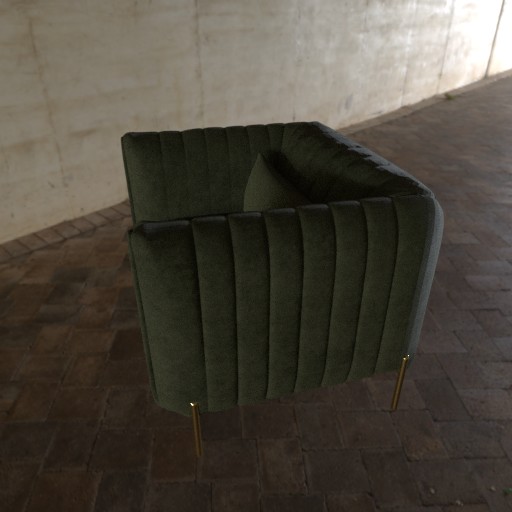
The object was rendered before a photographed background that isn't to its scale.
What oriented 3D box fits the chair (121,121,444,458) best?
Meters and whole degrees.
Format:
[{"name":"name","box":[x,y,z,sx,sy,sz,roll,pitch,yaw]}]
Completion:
[{"name":"chair","box":[0.000,0.000,1.677,0.877,0.794,1.032,-8,31,-14]}]
